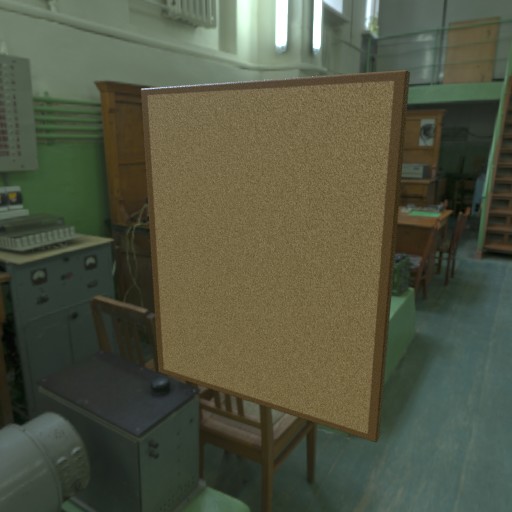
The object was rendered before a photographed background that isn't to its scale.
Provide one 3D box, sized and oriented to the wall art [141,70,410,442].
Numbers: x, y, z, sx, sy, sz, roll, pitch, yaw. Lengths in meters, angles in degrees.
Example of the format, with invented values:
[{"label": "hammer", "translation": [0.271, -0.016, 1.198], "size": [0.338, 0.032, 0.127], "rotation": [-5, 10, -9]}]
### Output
[{"label": "wall art", "translation": [0.000, 0.000, 0.745], "size": [0.449, 0.550, 0.021], "rotation": [8, 17, 28]}]
